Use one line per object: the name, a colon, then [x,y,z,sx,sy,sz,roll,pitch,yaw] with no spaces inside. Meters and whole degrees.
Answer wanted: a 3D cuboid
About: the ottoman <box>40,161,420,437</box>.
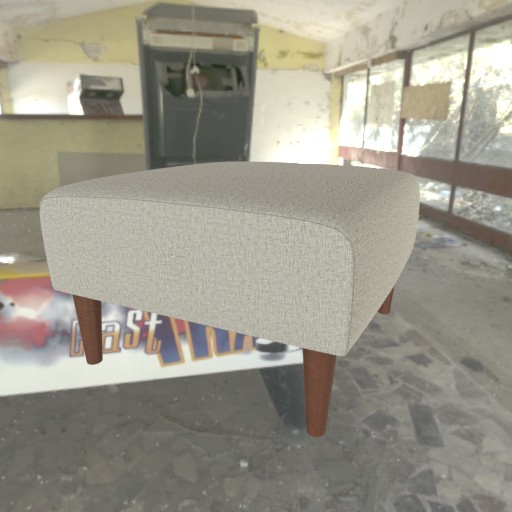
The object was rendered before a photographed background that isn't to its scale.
ottoman: [0.000,0.000,1.033,0.648,0.399,0.655,8,18,26]
